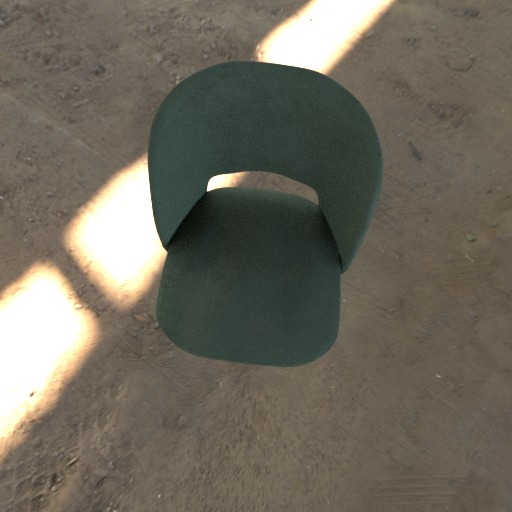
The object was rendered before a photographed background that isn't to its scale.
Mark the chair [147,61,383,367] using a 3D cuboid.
[{"bbox_3d":[0.000,0.000,1.214,0.527,0.860,0.577,7,76,2],"label":"chair"}]
